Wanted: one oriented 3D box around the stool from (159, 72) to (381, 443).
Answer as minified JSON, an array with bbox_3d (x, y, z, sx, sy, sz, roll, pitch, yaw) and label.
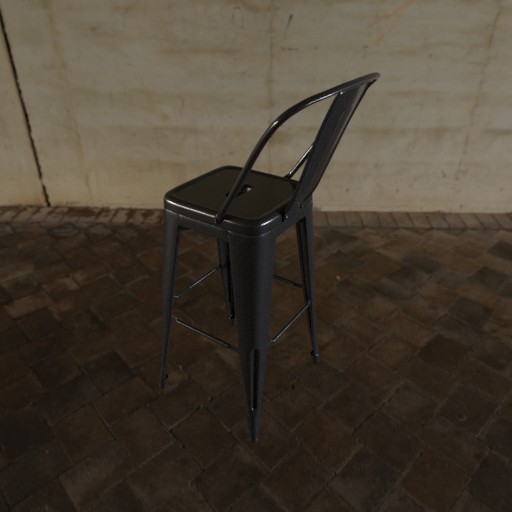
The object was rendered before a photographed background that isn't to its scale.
[{"bbox_3d":[0.000,0.000,1.287,0.528,1.022,0.432,19,36,29],"label":"stool"}]
